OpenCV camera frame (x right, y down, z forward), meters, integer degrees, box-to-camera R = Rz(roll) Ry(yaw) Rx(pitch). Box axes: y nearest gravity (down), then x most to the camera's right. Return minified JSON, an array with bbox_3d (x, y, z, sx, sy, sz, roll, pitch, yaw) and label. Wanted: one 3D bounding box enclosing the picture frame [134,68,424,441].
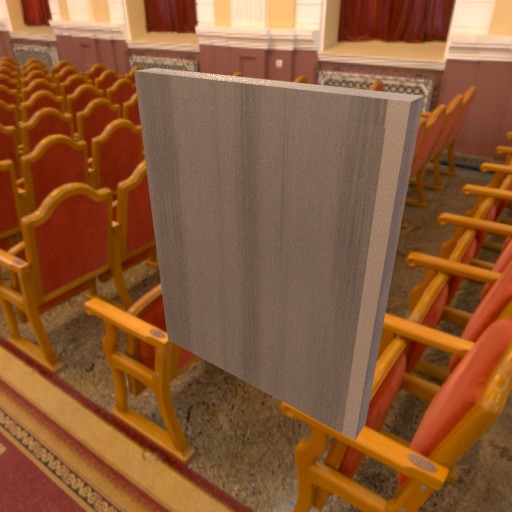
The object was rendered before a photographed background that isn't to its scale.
[{"bbox_3d":[0.000,0.000,0.750,0.449,0.555,0.046,20,35,31],"label":"picture frame"}]
